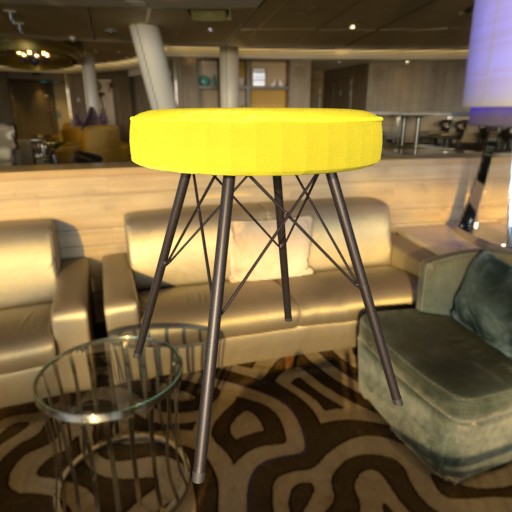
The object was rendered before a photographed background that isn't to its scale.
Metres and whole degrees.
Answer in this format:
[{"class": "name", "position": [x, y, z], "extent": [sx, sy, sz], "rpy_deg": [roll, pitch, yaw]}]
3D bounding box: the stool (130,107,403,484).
[{"class": "stool", "position": [0.000, 0.000, 0.805], "extent": [0.409, 0.508, 0.409], "rpy_deg": [-9, 20, -26]}]
